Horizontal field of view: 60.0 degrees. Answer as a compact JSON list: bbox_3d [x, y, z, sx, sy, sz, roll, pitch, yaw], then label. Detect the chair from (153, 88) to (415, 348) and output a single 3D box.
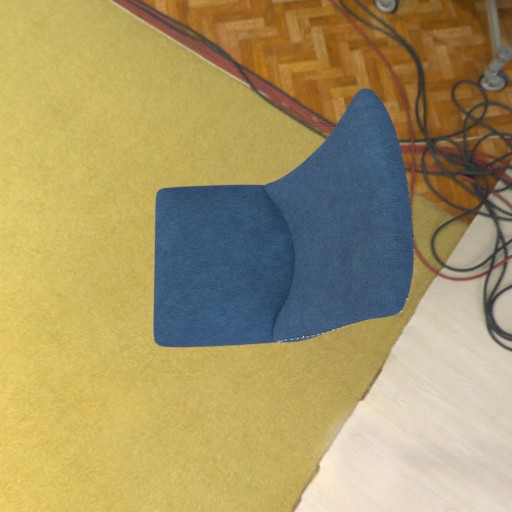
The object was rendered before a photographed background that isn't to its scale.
[{"bbox_3d":[0.000,0.000,1.285,0.610,0.902,0.495,-2,75,-1],"label":"chair"}]
